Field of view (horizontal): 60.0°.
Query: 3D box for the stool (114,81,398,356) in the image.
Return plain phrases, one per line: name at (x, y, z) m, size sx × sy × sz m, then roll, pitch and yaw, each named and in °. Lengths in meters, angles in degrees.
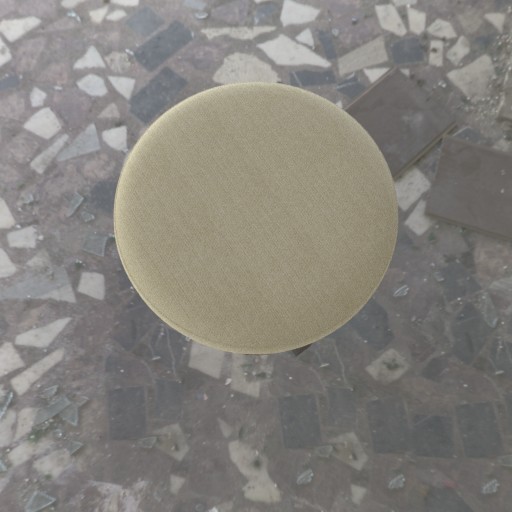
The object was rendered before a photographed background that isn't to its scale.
stool at (0.000, 0.000, 0.943) m, size 0.449 × 0.655 × 0.449 m, roll 0°, pitch 75°, yaw 0°
